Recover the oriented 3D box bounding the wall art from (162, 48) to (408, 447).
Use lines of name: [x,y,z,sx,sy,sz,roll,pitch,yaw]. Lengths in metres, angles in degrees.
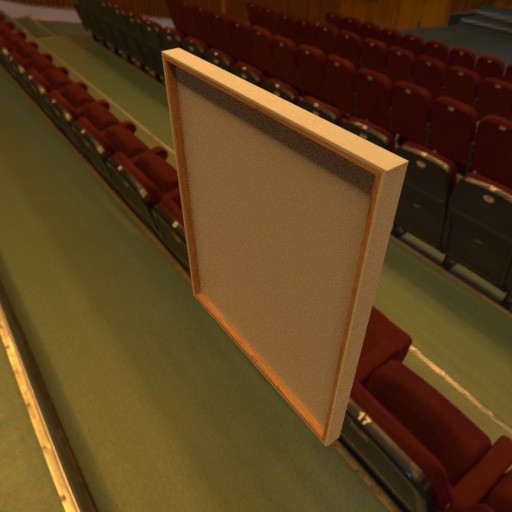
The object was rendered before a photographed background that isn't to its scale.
wall art: [0.000,0.000,0.822,0.037,0.606,0.508,-26,47,-27]
